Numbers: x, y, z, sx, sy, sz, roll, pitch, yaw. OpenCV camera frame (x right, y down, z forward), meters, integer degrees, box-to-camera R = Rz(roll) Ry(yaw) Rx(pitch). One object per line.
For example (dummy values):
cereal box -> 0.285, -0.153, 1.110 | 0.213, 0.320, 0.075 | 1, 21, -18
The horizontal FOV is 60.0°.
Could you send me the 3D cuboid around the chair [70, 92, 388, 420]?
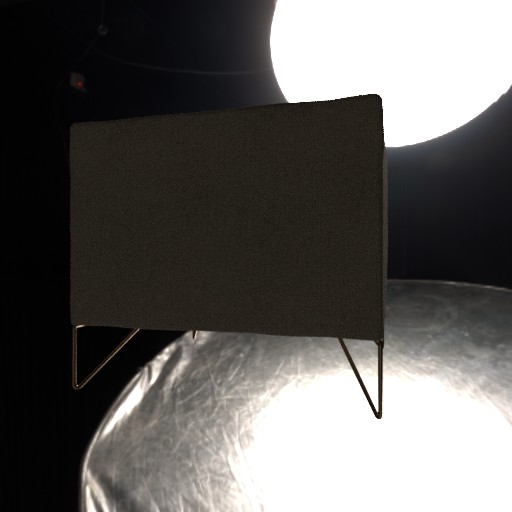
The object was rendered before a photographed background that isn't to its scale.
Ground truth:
chair -> 0.000, 0.000, 1.611 | 0.920, 0.799, 0.912 | 0, 0, 16
